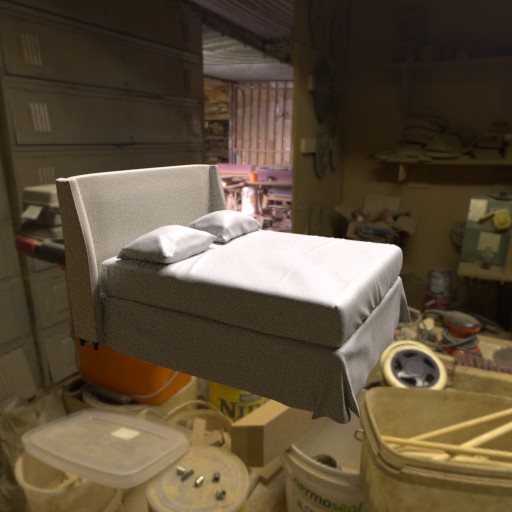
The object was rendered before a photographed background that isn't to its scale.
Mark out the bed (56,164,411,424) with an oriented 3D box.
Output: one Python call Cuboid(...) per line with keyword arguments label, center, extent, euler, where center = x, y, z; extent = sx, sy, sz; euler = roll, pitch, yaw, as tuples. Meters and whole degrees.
Cuboid(label="bed", center=(0.000, 0.000, 3.611), extent=(2.276, 1.332, 1.925), euler=(8, 17, 28))
